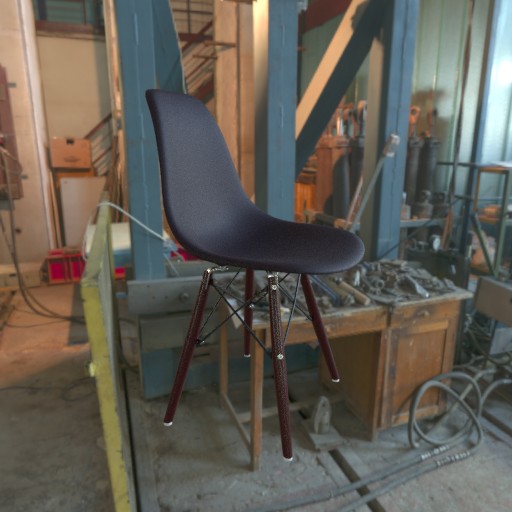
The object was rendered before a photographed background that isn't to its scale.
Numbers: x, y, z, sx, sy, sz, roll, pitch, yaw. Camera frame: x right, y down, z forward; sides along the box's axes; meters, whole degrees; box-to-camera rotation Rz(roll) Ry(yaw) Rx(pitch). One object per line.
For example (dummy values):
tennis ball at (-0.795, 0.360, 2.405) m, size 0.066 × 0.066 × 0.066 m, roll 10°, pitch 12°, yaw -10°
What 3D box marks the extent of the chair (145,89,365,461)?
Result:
chair at (0.000, 0.000, 1.145) m, size 0.533 × 0.826 × 0.470 m, roll 7°, pitch 16°, yaw 25°
